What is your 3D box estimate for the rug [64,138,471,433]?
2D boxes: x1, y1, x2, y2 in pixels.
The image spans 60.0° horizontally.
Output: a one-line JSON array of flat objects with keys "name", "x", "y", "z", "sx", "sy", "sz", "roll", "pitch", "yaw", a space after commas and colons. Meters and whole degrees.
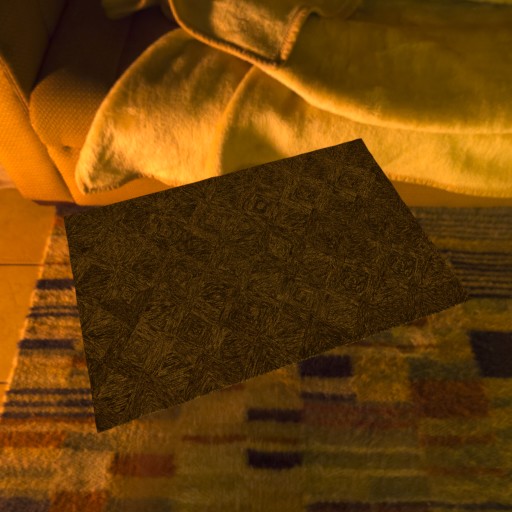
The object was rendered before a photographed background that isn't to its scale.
[{"name": "rug", "x": 0.000, "y": 0.000, "z": 2.277, "sx": 1.808, "sy": 0.011, "sz": 1.189, "roll": -17, "pitch": 59, "yaw": -10}]
